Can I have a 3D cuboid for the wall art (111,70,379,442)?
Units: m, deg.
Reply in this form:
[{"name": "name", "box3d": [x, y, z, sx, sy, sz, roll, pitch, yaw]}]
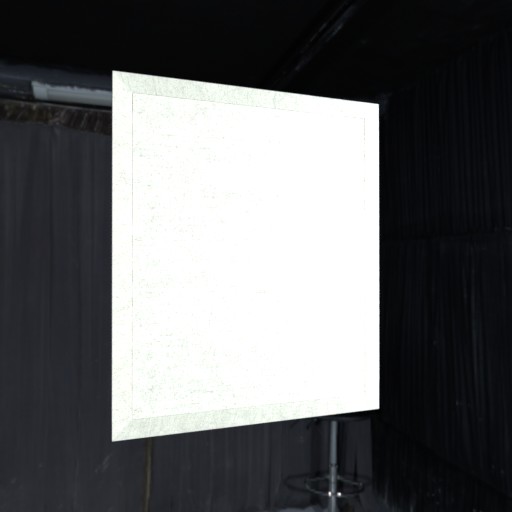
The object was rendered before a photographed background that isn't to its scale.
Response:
[{"name": "wall art", "box3d": [0.000, 0.000, 0.615, 0.381, 0.457, 0.023, 0, 0, -18]}]
